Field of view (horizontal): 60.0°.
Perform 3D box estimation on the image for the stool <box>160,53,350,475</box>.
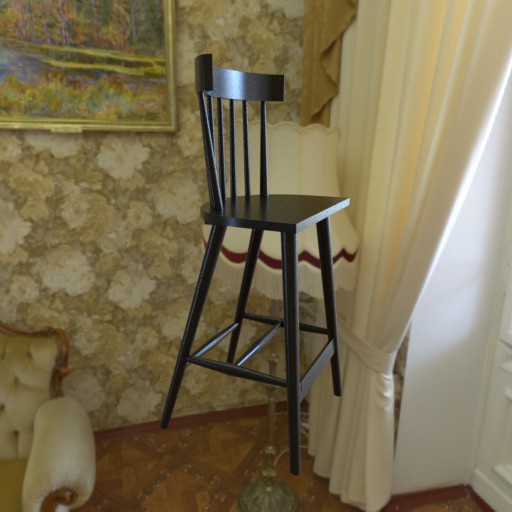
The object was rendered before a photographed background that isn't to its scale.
[{"bbox_3d":[0.000,0.000,1.371,0.483,1.092,0.482,7,17,25],"label":"stool"}]
